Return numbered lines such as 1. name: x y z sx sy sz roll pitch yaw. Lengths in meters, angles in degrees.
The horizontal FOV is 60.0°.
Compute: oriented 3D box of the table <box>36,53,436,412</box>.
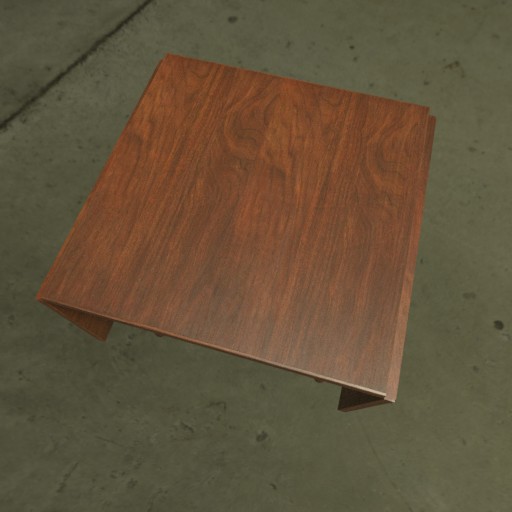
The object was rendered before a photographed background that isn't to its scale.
1. table: 0.000 0.000 1.464 0.843 0.763 0.812 14 66 7
